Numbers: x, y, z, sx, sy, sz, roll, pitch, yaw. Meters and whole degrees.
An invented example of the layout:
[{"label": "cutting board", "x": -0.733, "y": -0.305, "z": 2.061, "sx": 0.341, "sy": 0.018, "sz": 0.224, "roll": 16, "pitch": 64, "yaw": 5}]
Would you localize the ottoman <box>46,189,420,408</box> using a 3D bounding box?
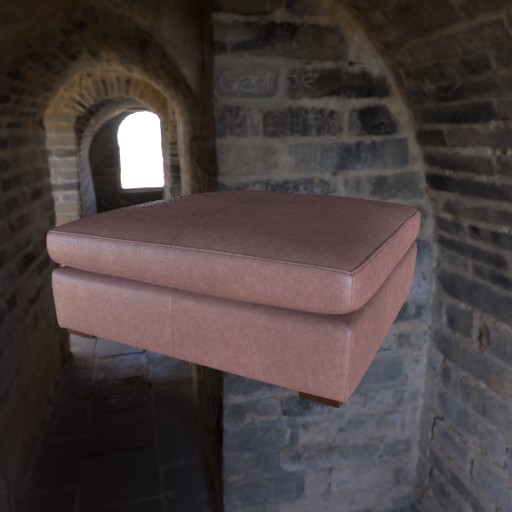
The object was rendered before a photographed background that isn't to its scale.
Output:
[{"label": "ottoman", "x": 0.000, "y": 0.000, "z": 1.861, "sx": 1.168, "sy": 0.490, "sz": 1.168, "roll": 8, "pitch": 17, "yaw": 26}]
